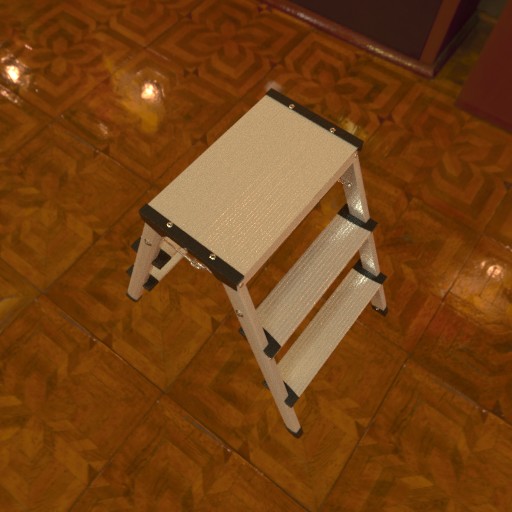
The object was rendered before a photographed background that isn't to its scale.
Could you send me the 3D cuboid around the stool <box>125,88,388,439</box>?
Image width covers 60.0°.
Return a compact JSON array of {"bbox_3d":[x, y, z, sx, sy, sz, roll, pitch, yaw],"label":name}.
[{"bbox_3d":[0.000,0.000,1.003,0.622,0.605,0.437,36,69,16],"label":"stool"}]
